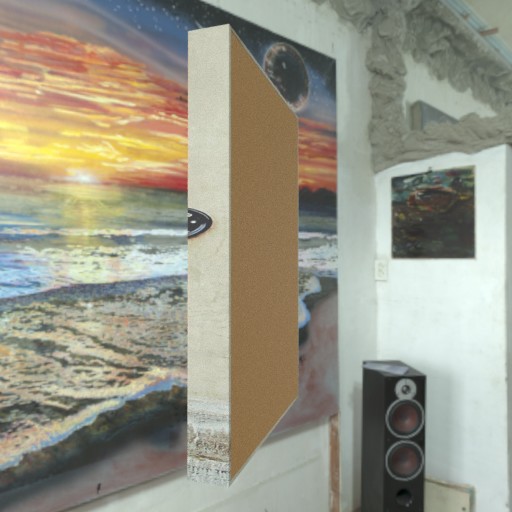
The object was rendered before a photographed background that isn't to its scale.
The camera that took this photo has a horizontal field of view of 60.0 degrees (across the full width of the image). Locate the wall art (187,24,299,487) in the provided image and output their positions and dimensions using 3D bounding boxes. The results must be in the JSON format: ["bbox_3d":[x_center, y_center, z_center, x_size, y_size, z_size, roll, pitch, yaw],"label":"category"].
[{"bbox_3d":[0.000,0.000,0.490,0.038,0.381,0.254,0,-1,18],"label":"wall art"}]
